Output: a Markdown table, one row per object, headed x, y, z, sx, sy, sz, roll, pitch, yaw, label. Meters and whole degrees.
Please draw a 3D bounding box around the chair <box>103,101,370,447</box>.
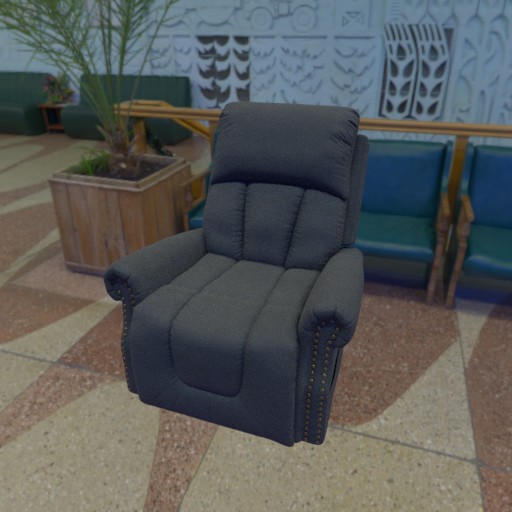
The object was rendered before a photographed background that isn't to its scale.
| x | y | z | sx | sy | sz | roll | pitch | yaw | label |
| --- | --- | --- | --- | --- | --- | --- | --- | --- | --- |
| 0.000 | 0.000 | 1.726 | 0.871 | 1.031 | 0.979 | 9 | 28 | 17 | chair |
